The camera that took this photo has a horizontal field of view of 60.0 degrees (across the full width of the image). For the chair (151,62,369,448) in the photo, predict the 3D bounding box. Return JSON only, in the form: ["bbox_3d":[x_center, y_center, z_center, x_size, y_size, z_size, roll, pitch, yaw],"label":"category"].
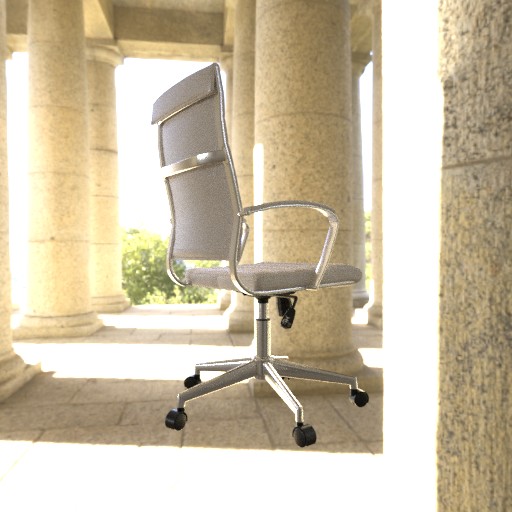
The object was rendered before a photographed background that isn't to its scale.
[{"bbox_3d":[0.000,0.000,1.671,0.739,1.149,0.766,0,0,-36],"label":"chair"}]
